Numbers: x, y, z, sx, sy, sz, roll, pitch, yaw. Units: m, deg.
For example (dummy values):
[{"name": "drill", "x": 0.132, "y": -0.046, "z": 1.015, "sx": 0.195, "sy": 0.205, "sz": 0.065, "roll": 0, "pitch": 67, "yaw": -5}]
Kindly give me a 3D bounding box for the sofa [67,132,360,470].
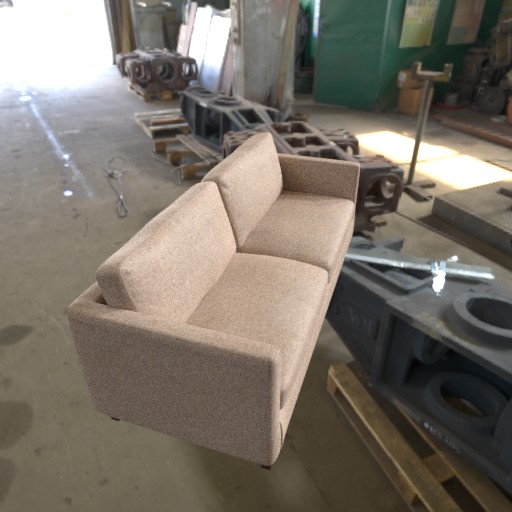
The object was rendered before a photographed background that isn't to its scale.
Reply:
[{"name": "sofa", "x": 0.000, "y": 0.000, "z": 2.721, "sx": 0.951, "sy": 0.965, "sz": 2.208, "roll": 10, "pitch": 33, "yaw": 16}]
